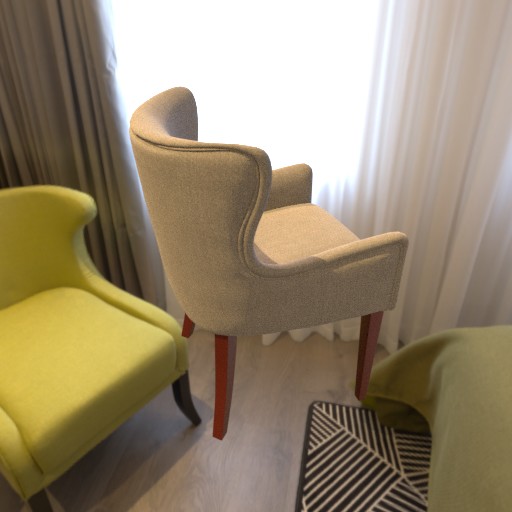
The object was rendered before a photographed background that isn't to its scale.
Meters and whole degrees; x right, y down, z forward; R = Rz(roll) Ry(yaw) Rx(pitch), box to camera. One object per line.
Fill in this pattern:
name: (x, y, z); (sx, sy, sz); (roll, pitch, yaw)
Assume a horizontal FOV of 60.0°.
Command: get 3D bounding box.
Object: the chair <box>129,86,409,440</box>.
chair: (0.000, 0.000, 1.430); (0.677, 0.948, 0.732); (-10, 32, -17)
